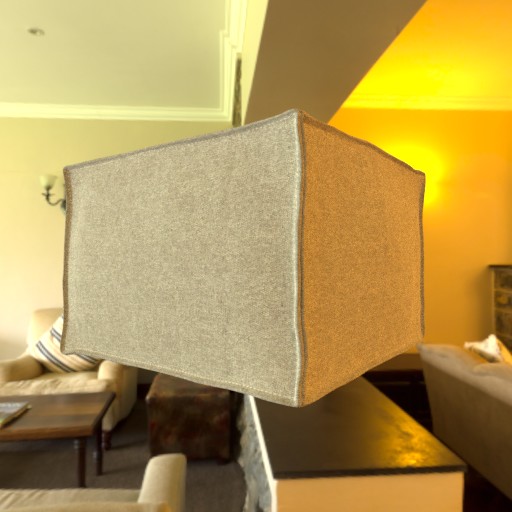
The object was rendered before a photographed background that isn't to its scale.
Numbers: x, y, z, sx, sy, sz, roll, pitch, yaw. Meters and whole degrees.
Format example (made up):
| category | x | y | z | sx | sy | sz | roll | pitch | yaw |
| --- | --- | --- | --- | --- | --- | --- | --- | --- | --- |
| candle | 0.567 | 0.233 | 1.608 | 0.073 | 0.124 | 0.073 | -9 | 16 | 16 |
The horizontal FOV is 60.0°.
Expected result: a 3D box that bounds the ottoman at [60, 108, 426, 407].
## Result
| category | x | y | z | sx | sy | sz | roll | pitch | yaw |
| --- | --- | --- | --- | --- | --- | --- | --- | --- | --- |
| ottoman | 0.000 | 0.000 | 1.121 | 0.696 | 0.470 | 0.707 | 0 | 0 | 36 |
